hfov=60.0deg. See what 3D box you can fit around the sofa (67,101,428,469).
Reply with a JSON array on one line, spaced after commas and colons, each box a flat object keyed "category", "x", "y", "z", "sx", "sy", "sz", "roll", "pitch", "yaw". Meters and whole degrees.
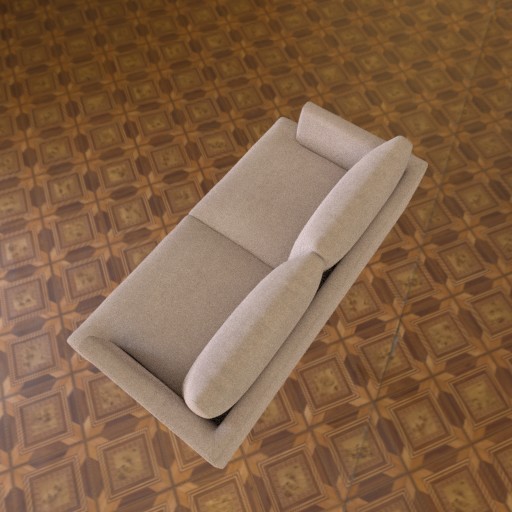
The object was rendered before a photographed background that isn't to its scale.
[{"category": "sofa", "x": 0.000, "y": 0.000, "z": 2.478, "sx": 1.020, "sy": 0.868, "sz": 1.948, "roll": 33, "pitch": 67, "yaw": 16}]
